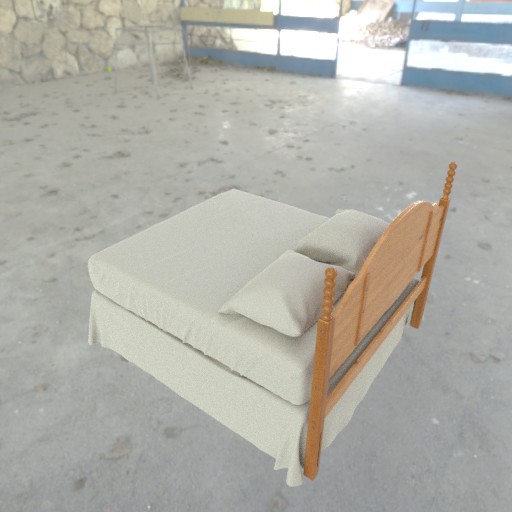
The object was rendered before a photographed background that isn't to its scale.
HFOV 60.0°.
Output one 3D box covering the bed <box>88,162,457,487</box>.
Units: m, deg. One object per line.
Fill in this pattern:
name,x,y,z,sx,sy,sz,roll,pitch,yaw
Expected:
bed,0.000,0.000,3.157,2.040,1.356,1.873,21,37,31
